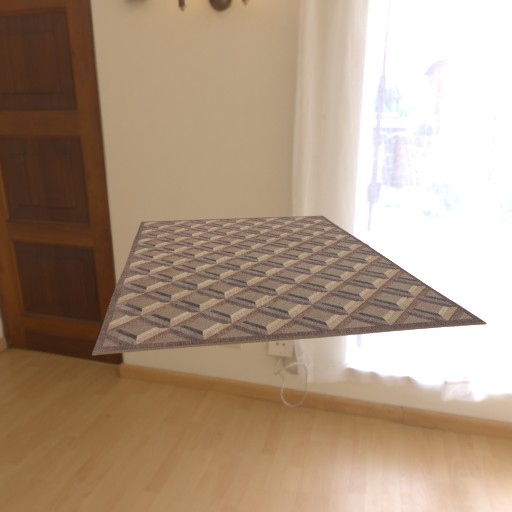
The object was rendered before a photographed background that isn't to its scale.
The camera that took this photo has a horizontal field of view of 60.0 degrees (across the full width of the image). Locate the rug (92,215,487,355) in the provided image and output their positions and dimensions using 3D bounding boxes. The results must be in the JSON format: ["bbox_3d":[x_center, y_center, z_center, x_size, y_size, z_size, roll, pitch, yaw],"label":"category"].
[{"bbox_3d":[0.000,0.000,2.806,1.600,0.013,2.260,-3,17,-9],"label":"rug"}]
